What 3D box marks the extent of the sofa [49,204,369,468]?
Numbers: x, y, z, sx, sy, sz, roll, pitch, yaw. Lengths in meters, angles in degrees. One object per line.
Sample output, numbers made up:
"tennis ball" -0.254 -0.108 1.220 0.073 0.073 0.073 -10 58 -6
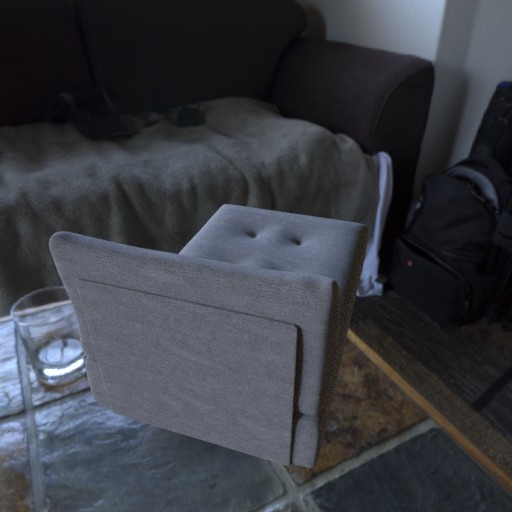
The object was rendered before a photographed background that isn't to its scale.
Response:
"sofa" 0.000 0.000 2.022 0.930 0.820 1.450 10 33 15
